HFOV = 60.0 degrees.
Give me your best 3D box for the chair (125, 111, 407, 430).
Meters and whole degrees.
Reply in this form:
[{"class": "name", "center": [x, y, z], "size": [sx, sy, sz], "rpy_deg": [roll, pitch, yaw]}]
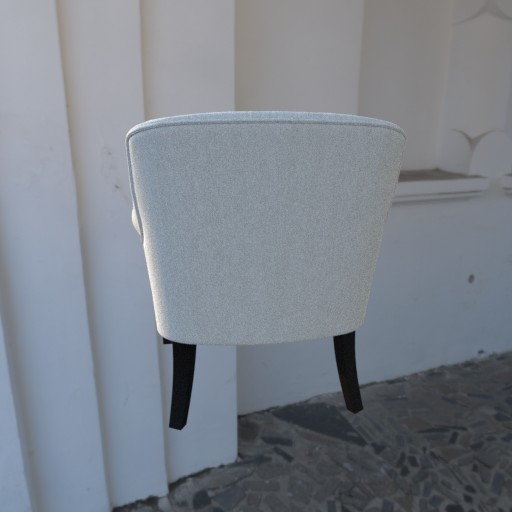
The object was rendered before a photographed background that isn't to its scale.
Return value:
[{"class": "chair", "center": [0.000, 0.000, 1.478], "size": [0.781, 0.875, 0.750], "rpy_deg": [-2, 14, -9]}]
